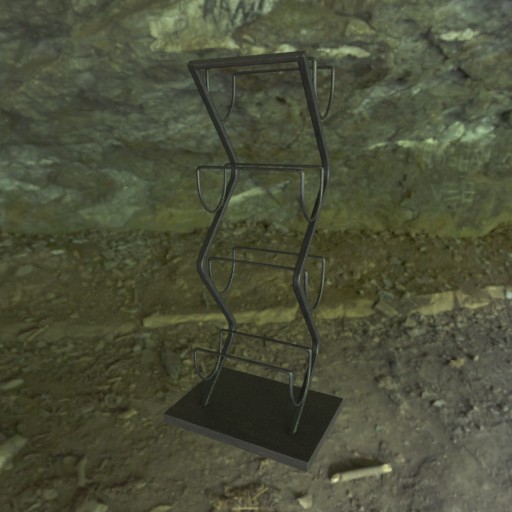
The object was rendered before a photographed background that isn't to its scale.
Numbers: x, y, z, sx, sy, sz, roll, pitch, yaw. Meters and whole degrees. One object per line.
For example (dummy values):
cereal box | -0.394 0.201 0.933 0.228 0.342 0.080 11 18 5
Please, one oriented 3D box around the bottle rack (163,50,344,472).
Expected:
bottle rack | 0.000 0.000 0.683 0.254 0.559 0.178 8 17 26
